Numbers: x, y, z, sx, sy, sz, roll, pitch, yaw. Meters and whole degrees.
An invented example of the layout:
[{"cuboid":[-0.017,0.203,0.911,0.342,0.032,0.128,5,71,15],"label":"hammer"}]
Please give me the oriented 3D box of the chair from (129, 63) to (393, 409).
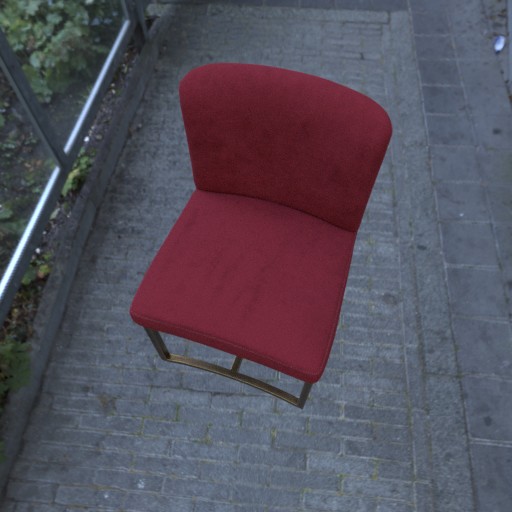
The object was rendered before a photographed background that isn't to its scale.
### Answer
[{"cuboid":[0.000,0.000,1.233,0.530,0.824,0.560,17,60,10],"label":"chair"}]
